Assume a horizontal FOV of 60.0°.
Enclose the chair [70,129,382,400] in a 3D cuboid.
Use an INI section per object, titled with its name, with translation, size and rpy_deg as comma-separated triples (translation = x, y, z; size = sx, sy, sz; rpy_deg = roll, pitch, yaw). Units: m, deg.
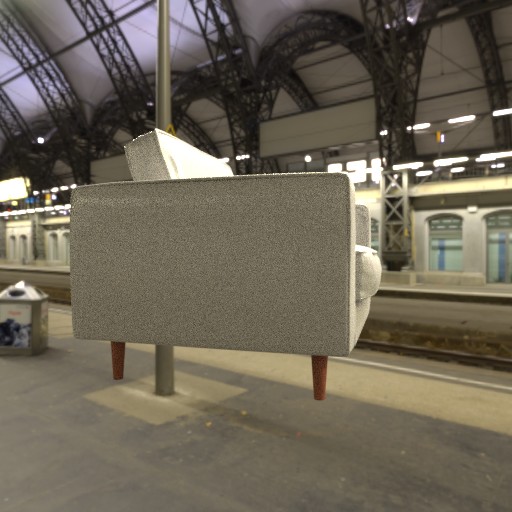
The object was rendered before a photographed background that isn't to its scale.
[chair]
translation = 0.000, 0.000, 1.552
size = 0.843, 0.773, 0.928
rpy_deg = 0, 1, 17
